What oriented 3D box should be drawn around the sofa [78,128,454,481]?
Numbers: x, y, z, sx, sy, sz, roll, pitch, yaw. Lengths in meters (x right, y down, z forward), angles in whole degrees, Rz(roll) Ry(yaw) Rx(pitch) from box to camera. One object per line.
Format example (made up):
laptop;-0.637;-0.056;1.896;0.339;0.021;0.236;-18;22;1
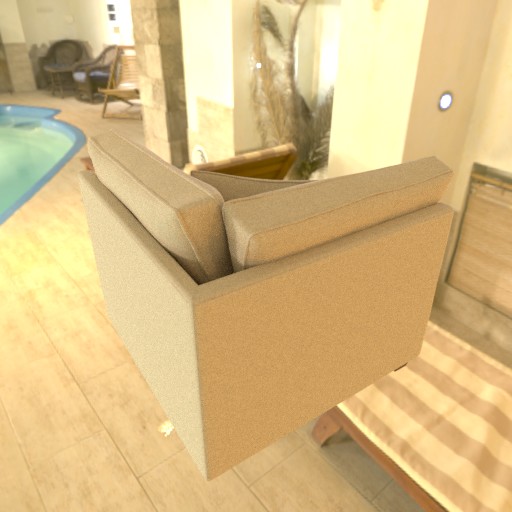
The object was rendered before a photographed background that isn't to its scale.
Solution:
sofa;0.000;0.000;1.799;1.050;0.937;1.042;-18;34;-29
